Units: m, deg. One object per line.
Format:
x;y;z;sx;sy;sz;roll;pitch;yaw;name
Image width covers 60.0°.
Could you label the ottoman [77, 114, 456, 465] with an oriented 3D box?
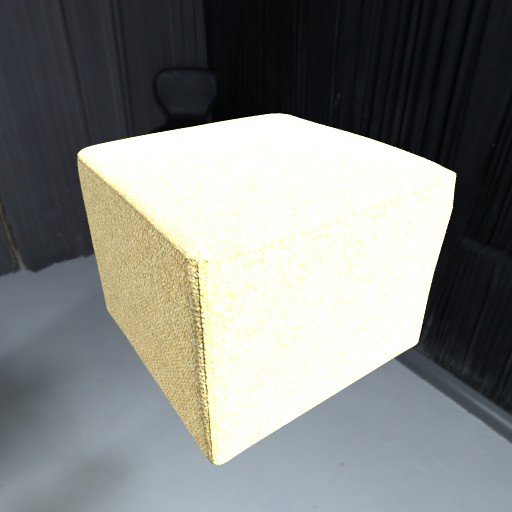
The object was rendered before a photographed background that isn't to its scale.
0.000;0.000;0.890;0.512;0.441;0.505;-20;37;-29;ottoman
